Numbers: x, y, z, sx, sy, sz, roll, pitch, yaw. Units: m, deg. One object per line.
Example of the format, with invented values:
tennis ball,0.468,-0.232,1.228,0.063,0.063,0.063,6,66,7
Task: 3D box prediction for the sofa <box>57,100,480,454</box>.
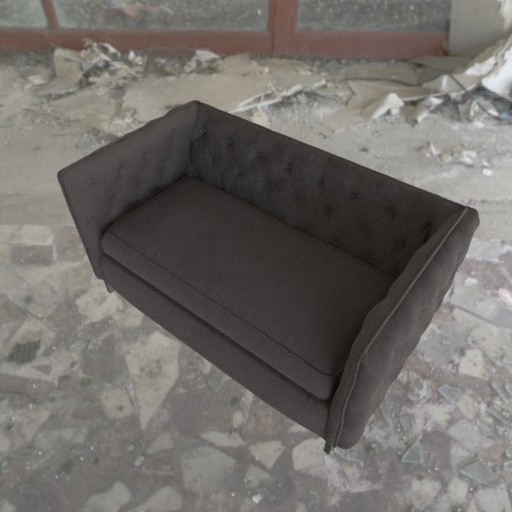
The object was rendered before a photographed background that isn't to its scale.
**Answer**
sofa,0.000,0.000,2.078,1.583,0.810,0.909,29,52,26
